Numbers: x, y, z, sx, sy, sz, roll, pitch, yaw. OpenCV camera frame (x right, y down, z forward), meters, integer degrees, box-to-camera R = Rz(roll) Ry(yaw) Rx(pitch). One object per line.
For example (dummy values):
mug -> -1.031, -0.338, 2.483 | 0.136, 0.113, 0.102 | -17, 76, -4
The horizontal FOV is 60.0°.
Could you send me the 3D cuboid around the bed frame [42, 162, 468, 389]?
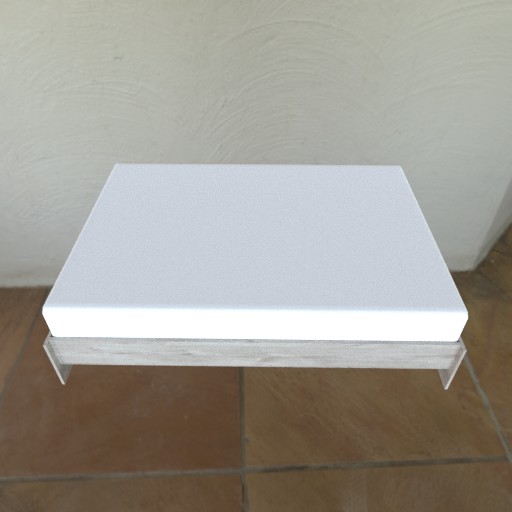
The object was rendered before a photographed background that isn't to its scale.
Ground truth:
bed frame -> 0.000, 0.000, 2.623 | 1.945, 0.497, 1.445 | 1, 41, 1
